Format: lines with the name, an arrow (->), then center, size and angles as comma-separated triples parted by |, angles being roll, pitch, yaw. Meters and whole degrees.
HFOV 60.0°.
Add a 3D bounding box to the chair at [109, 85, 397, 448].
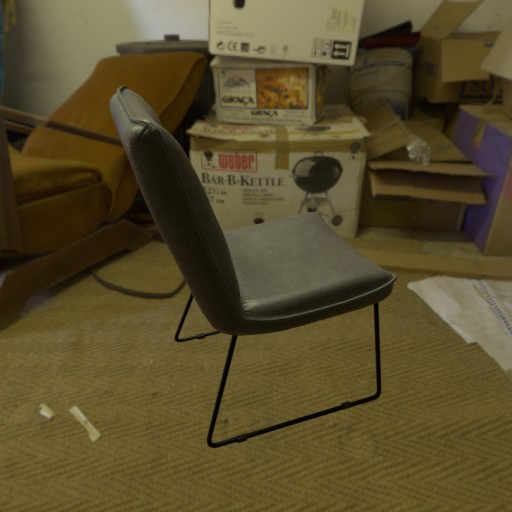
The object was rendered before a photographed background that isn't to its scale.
chair -> 0.000, 0.000, 1.323 | 0.688, 0.932, 0.515 | -10, 31, -17
